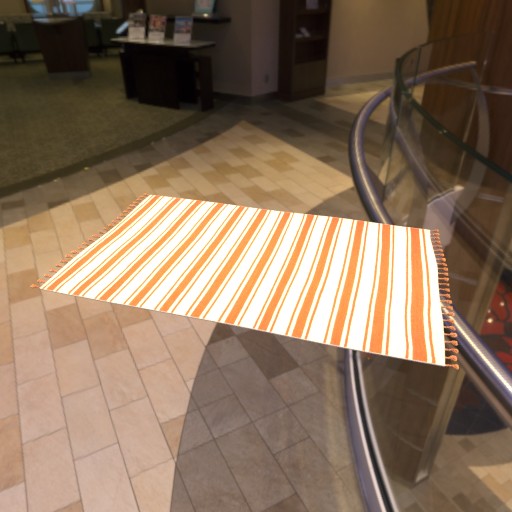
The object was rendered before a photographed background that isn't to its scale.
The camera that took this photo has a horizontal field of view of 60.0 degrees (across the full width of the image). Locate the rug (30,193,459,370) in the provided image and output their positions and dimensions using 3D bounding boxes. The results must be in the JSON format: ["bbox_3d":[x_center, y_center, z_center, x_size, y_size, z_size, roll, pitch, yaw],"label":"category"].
[{"bbox_3d":[0.000,0.000,2.541,2.092,0.017,1.232,9,33,14],"label":"rug"}]
